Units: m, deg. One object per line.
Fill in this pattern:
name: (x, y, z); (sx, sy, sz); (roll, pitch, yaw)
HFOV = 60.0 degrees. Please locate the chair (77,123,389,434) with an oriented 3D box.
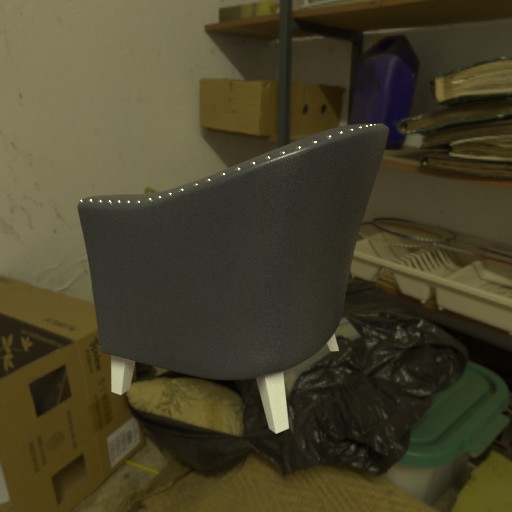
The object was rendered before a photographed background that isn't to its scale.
chair: (0.000, 0.000, 1.431); (0.748, 0.823, 0.794); (8, 19, 25)
